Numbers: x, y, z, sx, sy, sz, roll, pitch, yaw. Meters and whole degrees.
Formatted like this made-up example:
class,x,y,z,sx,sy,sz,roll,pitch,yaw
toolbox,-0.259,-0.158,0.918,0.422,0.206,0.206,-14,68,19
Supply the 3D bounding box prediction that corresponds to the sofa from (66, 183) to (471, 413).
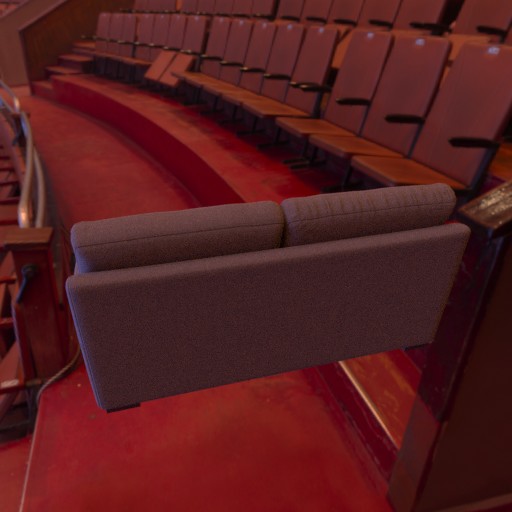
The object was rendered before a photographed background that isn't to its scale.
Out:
class,x,y,z,sx,sy,sz,roll,pitch,yaw
sofa,0.000,0.000,2.475,1.869,0.950,1.140,-8,30,-14
